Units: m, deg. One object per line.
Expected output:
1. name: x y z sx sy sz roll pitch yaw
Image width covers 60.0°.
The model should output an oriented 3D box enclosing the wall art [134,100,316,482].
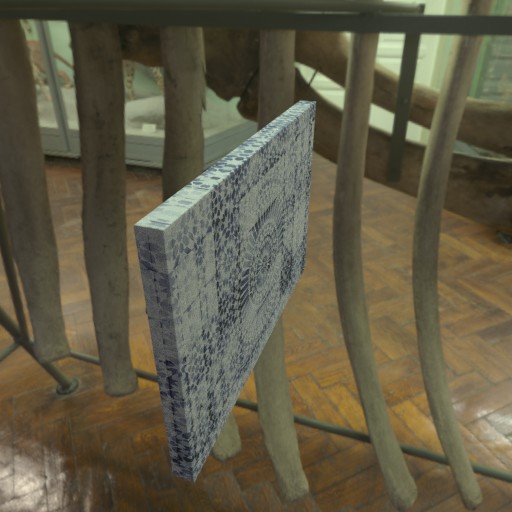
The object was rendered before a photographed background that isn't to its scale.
1. wall art: 0.000 0.000 1.162 0.057 0.608 0.911 11 33 17
